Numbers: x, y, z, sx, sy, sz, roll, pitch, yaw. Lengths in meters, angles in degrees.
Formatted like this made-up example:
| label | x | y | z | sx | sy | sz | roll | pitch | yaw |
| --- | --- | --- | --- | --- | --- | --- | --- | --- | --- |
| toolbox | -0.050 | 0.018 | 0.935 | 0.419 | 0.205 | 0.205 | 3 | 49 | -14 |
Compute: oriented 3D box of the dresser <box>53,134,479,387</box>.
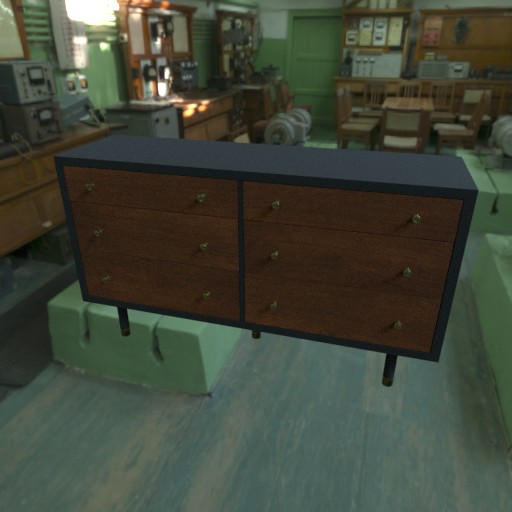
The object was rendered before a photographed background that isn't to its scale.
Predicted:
| label | x | y | z | sx | sy | sz | roll | pitch | yaw |
| --- | --- | --- | --- | --- | --- | --- | --- | --- | --- |
| dresser | 0.000 | 0.000 | 1.941 | 1.558 | 0.872 | 0.463 | 7 | 27 | 14 |
